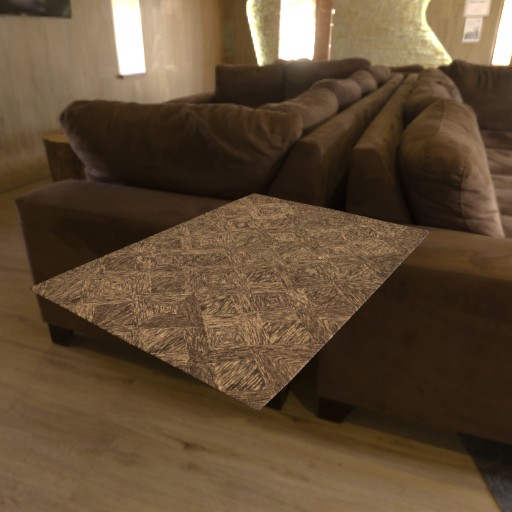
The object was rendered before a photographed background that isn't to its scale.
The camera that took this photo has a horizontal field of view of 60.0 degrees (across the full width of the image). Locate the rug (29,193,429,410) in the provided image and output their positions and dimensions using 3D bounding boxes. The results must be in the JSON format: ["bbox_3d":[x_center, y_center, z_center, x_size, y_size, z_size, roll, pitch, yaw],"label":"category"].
[{"bbox_3d":[0.000,0.000,5.382,2.997,0.020,4.093,17,30,32],"label":"rug"}]
